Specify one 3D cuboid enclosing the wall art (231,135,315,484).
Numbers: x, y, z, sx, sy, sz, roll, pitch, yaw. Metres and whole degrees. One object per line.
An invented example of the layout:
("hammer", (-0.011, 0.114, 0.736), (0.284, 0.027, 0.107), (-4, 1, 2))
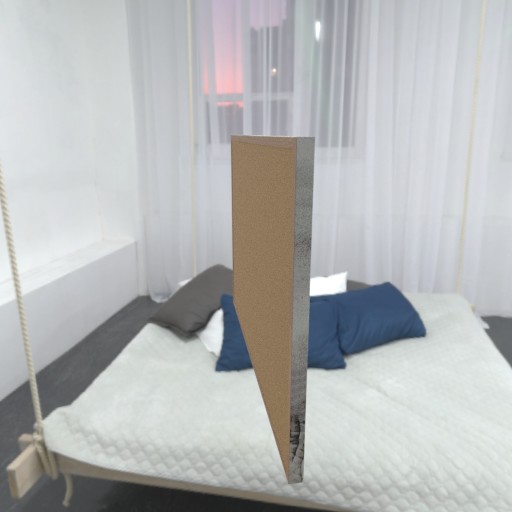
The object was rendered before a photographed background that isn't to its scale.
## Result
("wall art", (0.000, 0.000, 1.446), (0.035, 0.758, 1.141), (-2, 16, -9))
